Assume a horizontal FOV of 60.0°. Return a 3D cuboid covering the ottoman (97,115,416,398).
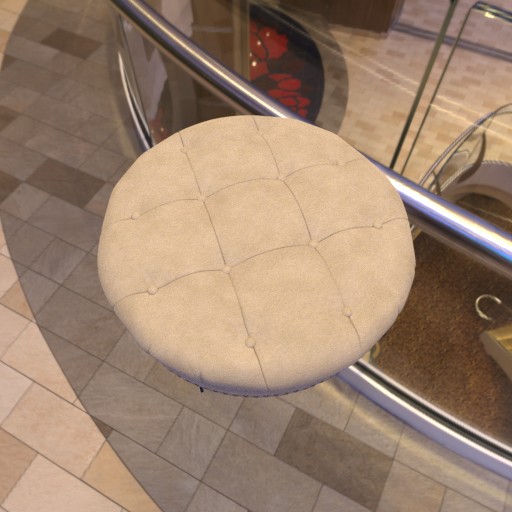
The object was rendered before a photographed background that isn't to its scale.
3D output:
[{"bbox_3d":[0.000,0.000,1.379,0.901,0.439,0.901,0,58,0],"label":"ottoman"}]
